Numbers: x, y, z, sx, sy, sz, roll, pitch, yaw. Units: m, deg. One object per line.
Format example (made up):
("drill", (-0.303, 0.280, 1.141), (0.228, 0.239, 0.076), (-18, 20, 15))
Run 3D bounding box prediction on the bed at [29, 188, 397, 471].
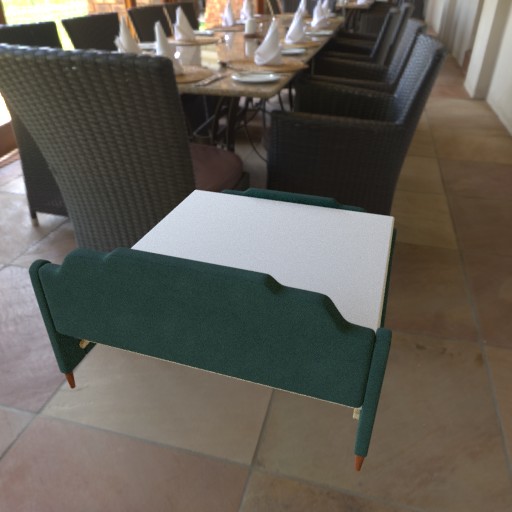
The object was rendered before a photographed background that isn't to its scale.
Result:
("bed", (0.000, 0.000, 3.472), (2.074, 1.245, 2.340), (10, 33, 15))
